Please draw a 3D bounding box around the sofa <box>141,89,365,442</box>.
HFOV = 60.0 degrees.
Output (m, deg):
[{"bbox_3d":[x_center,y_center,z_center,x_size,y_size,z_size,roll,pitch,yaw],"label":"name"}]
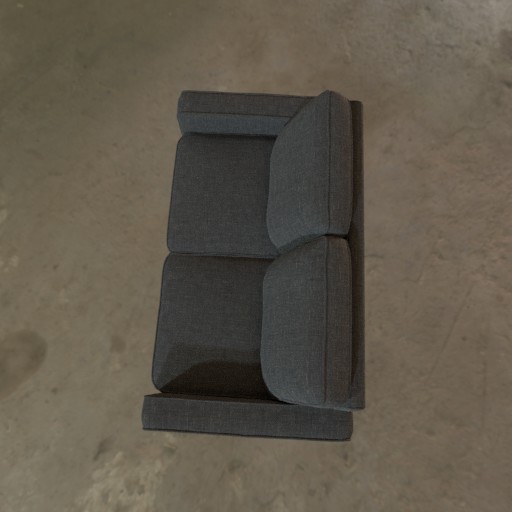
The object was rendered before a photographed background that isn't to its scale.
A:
[{"bbox_3d":[0.000,0.000,2.262,0.947,0.918,1.709,3,75,1],"label":"sofa"}]
